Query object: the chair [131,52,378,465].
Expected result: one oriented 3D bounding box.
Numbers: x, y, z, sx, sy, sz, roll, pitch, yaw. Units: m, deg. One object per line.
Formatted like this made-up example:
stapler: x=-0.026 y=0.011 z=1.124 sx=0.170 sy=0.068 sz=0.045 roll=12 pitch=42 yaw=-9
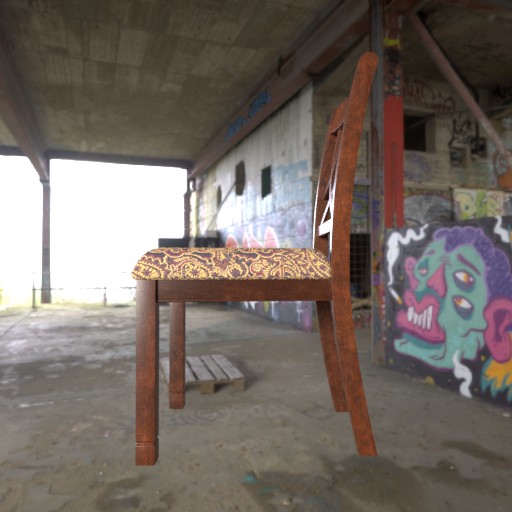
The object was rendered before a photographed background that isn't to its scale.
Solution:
chair: x=0.000 y=0.000 z=1.240 sx=0.584 sy=0.965 sz=0.457 roll=0 pitch=-1 yaw=0
